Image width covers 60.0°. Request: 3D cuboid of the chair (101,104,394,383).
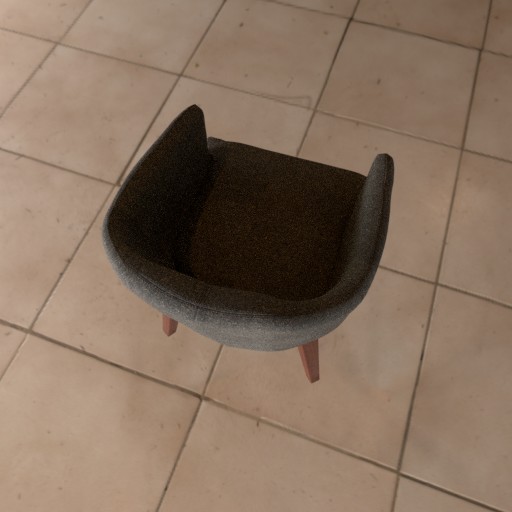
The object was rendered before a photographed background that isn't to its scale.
[{"bbox_3d":[0.000,0.000,1.219,0.583,0.811,0.655,17,65,8],"label":"chair"}]
